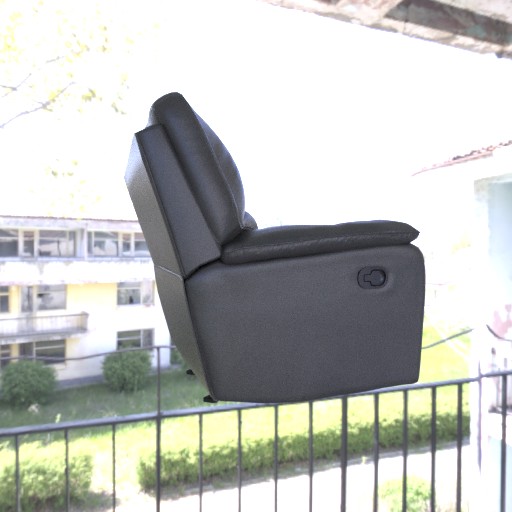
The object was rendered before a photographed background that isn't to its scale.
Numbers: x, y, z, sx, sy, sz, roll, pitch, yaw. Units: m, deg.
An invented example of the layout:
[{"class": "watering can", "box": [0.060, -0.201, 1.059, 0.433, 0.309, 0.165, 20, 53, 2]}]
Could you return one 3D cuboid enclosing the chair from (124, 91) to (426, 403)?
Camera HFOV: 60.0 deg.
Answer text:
[{"class": "chair", "box": [0.000, 0.000, 1.958, 1.087, 1.109, 1.096, 0, 1, -18]}]
